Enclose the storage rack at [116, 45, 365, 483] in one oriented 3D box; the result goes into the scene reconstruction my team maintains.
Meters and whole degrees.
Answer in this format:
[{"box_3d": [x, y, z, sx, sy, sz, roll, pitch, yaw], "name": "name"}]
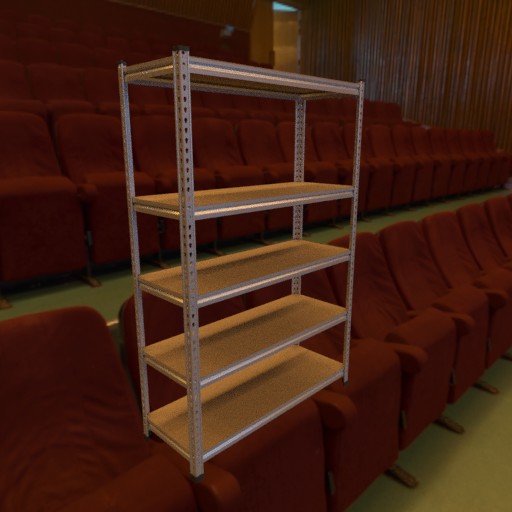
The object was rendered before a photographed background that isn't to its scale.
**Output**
[{"box_3d": [0.000, 0.000, 2.354, 1.219, 1.829, 0.457, -14, 20, -43], "name": "storage rack"}]
